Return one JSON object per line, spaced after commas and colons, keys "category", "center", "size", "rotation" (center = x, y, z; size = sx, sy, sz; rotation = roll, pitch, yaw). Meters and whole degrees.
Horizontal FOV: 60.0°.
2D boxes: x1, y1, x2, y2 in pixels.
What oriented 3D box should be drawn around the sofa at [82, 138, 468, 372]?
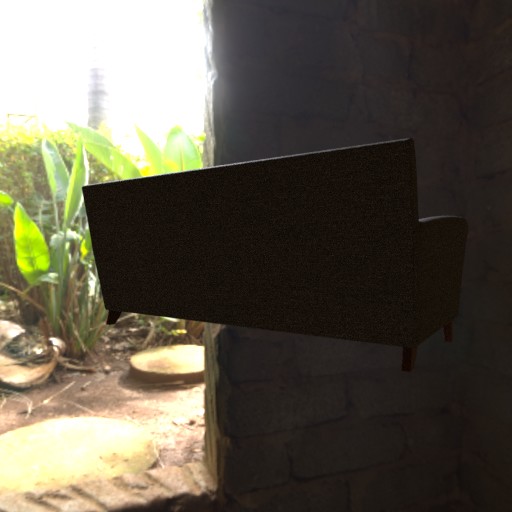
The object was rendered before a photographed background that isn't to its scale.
{"category": "sofa", "center": [0.000, 0.000, 2.415], "size": [1.976, 0.846, 0.875], "rotation": [0, 1, 36]}
